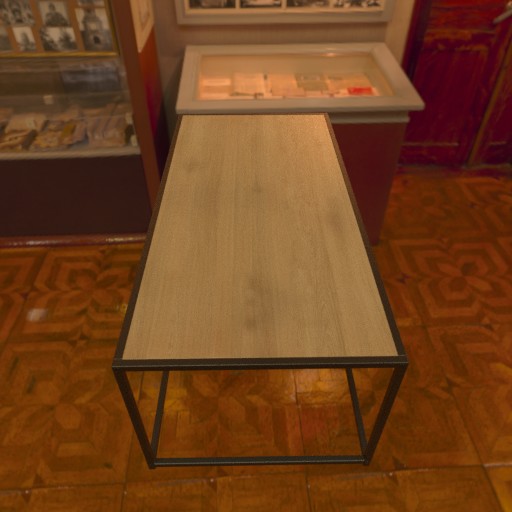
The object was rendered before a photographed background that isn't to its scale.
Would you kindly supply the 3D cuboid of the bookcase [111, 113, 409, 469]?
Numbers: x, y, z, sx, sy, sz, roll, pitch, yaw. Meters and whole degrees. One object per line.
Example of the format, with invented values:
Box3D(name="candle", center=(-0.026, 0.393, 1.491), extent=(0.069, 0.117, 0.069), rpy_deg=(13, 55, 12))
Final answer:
Box3D(name="bookcase", center=(0.000, 0.000, 1.248), extent=(0.500, 0.400, 1.000), rpy_deg=(-1, 41, -1))
